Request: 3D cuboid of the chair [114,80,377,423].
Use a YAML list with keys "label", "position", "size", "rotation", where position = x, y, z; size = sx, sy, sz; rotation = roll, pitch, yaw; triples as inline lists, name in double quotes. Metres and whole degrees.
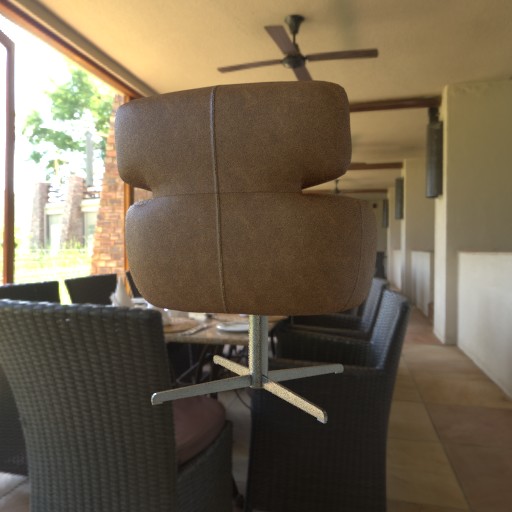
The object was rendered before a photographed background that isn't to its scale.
- label: "chair"
  position: [0.000, 0.000, 1.346]
  size: [0.706, 0.812, 0.715]
  rotation: [0, 1, 16]
